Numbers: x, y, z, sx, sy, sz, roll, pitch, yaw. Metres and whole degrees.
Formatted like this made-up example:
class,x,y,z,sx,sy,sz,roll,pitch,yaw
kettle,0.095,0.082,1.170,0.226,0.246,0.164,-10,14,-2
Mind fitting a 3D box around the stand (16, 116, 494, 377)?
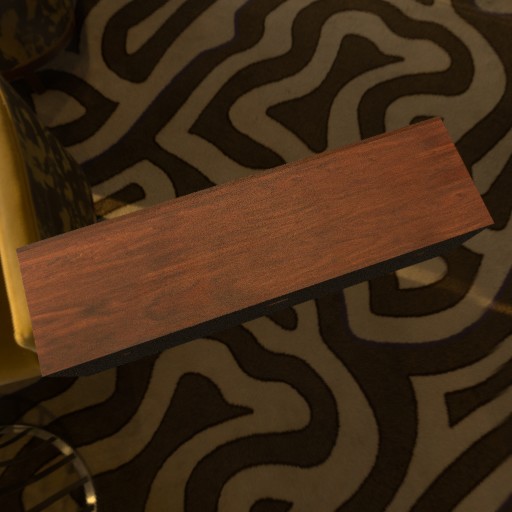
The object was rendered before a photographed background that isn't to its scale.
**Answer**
class,x,y,z,sx,sy,sz,roll,pitch,yaw
stand,0.000,0.000,1.859,1.626,0.610,0.481,-18,76,-5
